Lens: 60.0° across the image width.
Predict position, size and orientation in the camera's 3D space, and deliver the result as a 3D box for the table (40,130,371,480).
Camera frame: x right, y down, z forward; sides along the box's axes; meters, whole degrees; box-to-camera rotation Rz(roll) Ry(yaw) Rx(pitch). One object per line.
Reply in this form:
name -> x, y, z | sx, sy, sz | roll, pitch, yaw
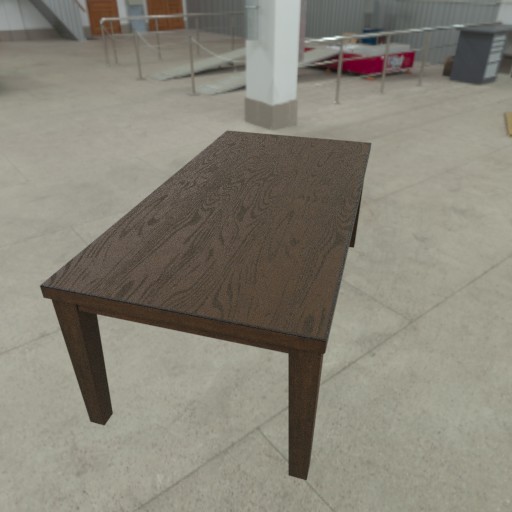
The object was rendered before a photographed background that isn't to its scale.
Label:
table -> 0.000, 0.000, 2.449 | 1.016, 0.762, 1.981 | 9, 33, 14
